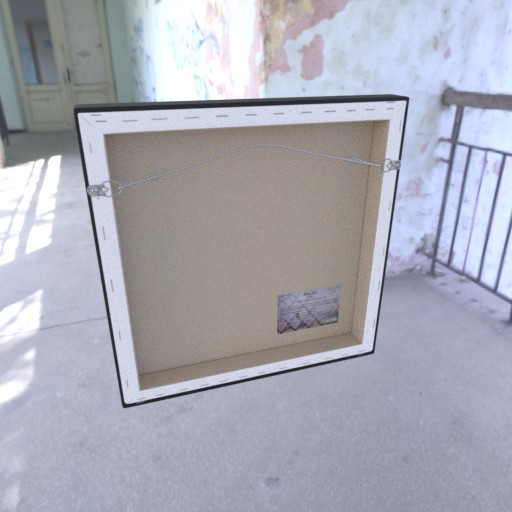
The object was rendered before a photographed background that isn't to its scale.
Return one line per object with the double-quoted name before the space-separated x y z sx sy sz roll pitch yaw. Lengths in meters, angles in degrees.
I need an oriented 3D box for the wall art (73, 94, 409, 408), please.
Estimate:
"wall art" 0.000 0.000 0.610 0.406 0.407 0.041 -8 26 -16
